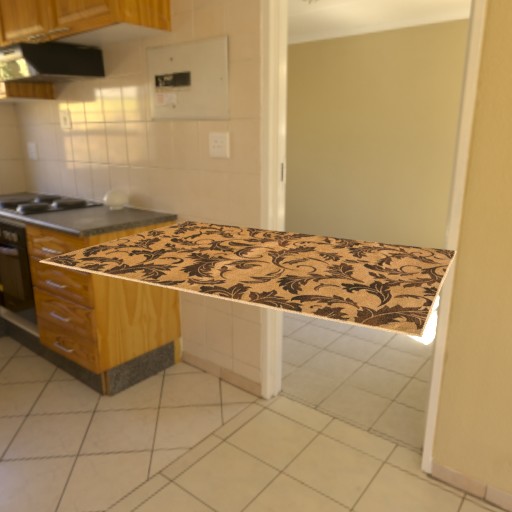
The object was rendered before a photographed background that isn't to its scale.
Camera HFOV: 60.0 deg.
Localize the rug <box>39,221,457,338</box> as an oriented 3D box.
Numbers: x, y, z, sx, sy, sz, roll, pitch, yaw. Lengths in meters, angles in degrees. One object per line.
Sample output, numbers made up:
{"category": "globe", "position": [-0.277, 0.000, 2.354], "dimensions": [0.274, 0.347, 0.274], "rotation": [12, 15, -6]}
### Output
{"category": "rug", "position": [0.000, 0.000, 2.892], "dimensions": [2.284, 0.008, 1.522], "rotation": [8, 17, 27]}
